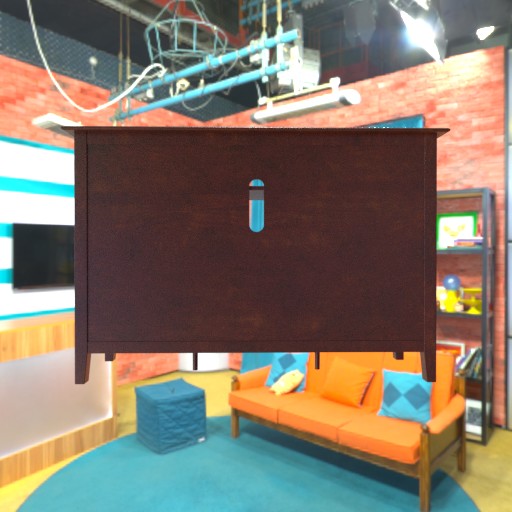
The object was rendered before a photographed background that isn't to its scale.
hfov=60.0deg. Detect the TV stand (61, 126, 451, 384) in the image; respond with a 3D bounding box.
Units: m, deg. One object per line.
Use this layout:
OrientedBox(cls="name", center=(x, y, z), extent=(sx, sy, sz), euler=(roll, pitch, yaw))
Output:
OrientedBox(cls="TV stand", center=(0.000, 0.000, 1.783), extent=(1.372, 0.915, 0.445), euler=(0, 0, -1))
